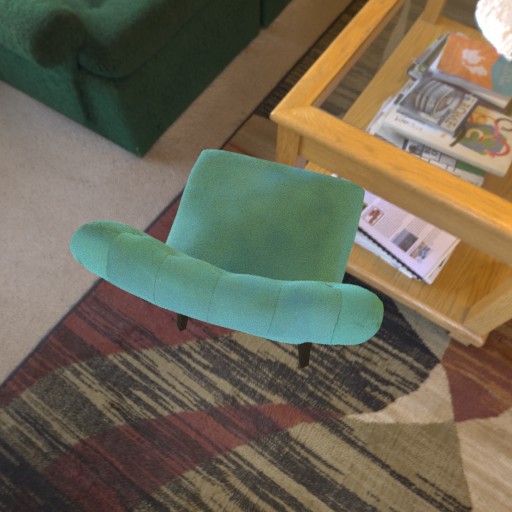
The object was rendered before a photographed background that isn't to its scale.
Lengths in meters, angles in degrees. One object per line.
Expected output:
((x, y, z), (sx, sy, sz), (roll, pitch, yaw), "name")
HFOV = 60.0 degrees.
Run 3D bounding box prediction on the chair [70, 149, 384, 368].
((0.000, 0.000, 1.205), (0.582, 0.750, 0.605), (15, 65, 7), "chair")
